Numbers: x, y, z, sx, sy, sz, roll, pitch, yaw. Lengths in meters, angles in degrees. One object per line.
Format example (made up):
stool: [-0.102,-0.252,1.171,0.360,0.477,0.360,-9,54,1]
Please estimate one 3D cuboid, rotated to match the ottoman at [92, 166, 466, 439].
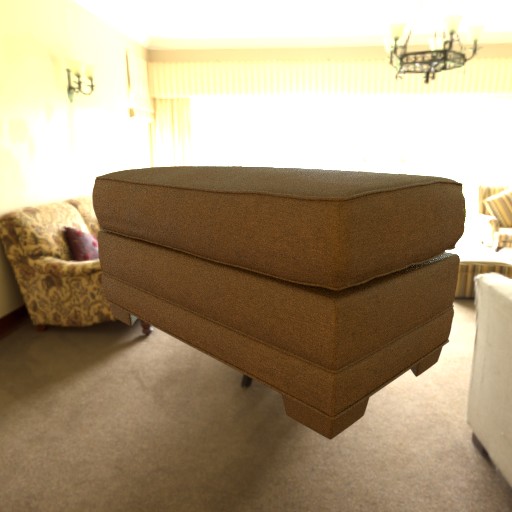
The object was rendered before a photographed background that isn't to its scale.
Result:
ottoman: [0.000,0.000,1.131,0.490,0.448,0.864,-13,19,-42]
